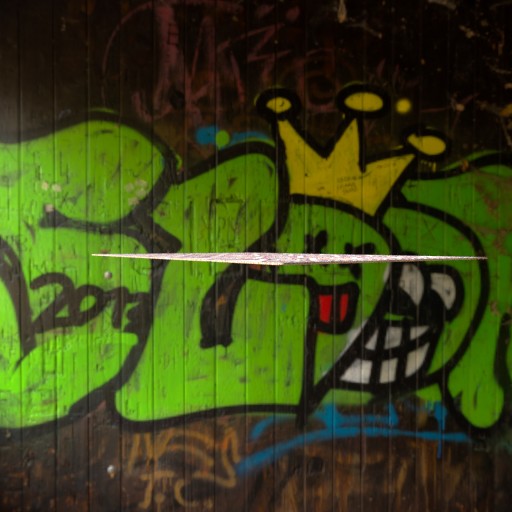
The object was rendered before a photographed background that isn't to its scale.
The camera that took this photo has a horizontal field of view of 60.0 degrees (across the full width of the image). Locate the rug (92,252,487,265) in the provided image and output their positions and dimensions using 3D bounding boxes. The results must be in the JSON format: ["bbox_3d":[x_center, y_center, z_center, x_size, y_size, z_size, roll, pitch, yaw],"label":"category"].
[{"bbox_3d":[0.000,0.000,3.077,1.545,0.010,2.440,-1,1,-36],"label":"rug"}]
